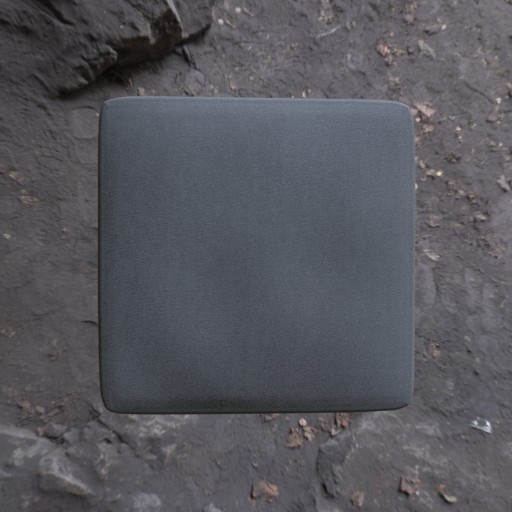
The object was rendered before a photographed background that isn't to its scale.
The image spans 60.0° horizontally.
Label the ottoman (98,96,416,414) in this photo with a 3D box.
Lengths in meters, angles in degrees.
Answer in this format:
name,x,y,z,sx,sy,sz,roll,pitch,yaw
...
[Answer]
name,x,y,z,sx,sy,sz,roll,pitch,yaw
ottoman,0.000,0.000,1.324,0.843,0.441,0.842,0,91,-2
